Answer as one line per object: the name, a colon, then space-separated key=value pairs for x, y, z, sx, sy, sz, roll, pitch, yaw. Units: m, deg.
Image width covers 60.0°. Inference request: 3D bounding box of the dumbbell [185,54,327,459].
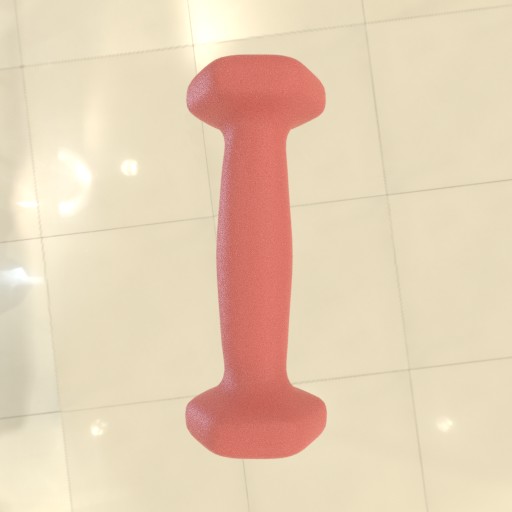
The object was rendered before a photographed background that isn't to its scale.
dumbbell: x=0.000 y=0.000 z=0.148 sx=0.047 sy=0.043 sz=0.123 roll=0 pitch=89 yaw=0
